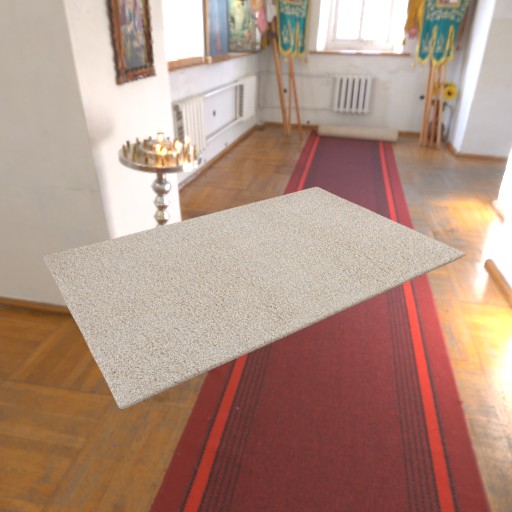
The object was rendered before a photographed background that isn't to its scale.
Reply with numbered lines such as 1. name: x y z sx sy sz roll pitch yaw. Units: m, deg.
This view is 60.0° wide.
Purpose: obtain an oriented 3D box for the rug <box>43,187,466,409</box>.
1. rug: 0.000 0.000 3.416 2.743 0.030 1.778 -18 34 -29
